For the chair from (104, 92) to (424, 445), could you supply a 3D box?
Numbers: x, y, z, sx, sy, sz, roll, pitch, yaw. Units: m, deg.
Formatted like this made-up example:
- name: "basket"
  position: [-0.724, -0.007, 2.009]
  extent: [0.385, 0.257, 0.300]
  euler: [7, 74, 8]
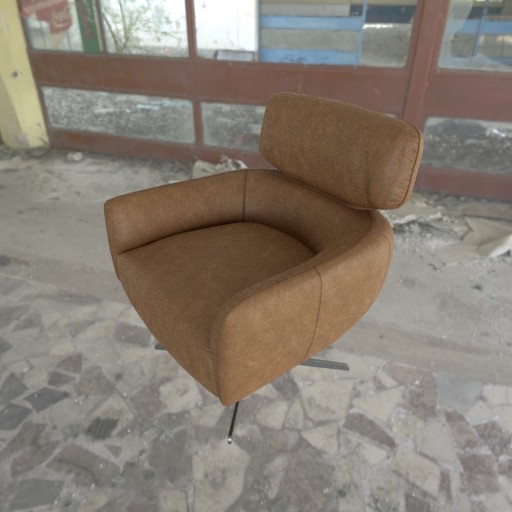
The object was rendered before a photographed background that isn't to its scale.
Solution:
- name: "chair"
  position: [0.000, 0.000, 1.324]
  extent: [0.715, 0.812, 0.706]
  euler: [-21, 37, -30]
